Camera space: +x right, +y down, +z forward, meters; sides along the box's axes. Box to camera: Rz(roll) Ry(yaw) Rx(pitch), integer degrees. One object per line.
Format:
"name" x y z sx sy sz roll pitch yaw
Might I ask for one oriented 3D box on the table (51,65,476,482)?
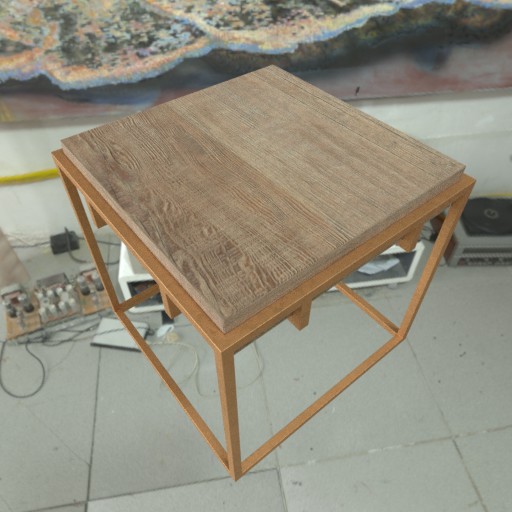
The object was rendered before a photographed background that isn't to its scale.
"table" 0.000 0.000 1.067 0.599 0.584 0.599 -30 54 -25
